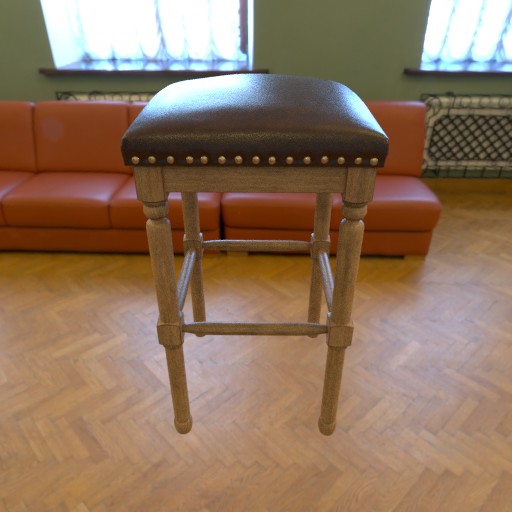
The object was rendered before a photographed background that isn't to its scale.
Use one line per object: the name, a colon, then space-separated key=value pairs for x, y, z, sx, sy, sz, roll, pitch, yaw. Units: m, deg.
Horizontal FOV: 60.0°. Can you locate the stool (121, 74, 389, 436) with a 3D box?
stool: x=0.000 y=0.000 z=0.933 sx=0.382 sy=0.702 sz=0.383 roll=0 pitch=31 yaw=1
